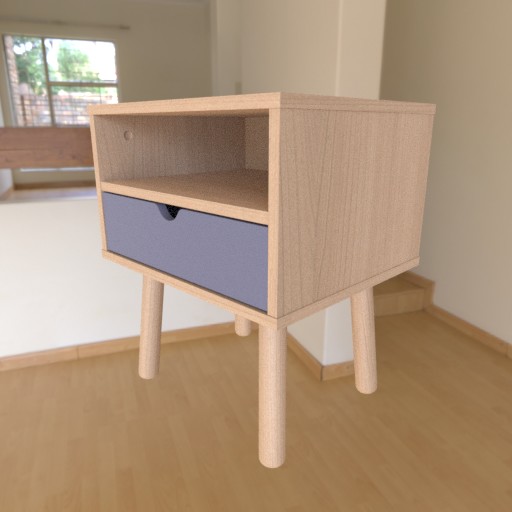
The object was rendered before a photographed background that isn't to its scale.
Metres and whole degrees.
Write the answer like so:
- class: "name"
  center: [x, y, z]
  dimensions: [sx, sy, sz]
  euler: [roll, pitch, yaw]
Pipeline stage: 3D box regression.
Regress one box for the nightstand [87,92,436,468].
- class: "nightstand"
  center: [0.000, 0.000, 0.820]
  dimensions: [0.450, 0.530, 0.380]
  euler: [16, 23, 43]
